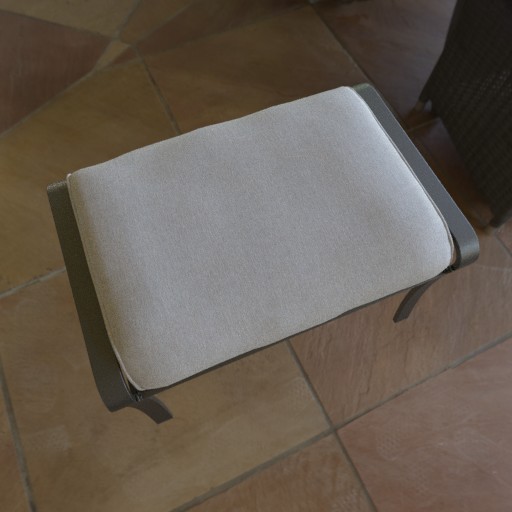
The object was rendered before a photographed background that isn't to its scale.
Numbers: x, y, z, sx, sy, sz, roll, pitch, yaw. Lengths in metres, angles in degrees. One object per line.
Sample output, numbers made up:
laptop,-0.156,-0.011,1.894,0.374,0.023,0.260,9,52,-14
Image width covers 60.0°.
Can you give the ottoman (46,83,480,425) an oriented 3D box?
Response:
ottoman,0.000,0.000,0.870,0.610,0.422,0.406,-21,67,-9
